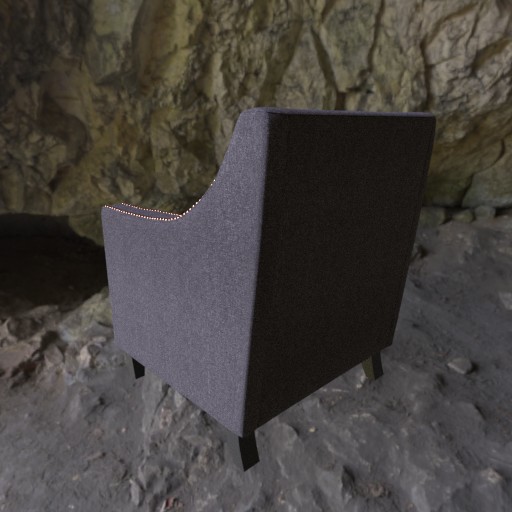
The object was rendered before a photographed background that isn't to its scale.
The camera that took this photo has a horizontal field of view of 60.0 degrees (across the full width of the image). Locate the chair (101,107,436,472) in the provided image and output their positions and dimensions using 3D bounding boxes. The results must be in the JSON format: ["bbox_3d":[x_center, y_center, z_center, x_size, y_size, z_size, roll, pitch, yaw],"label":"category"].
[{"bbox_3d":[0.000,0.000,1.571,0.776,0.967,0.884,-15,22,-41],"label":"chair"}]
